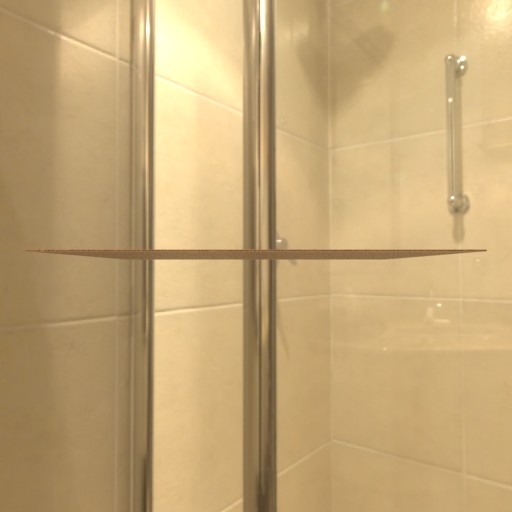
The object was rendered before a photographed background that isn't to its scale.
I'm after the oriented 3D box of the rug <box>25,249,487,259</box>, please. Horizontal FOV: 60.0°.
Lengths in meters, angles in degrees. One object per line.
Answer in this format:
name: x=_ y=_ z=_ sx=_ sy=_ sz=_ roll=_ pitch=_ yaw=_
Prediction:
rug: x=0.000 y=0.000 z=4.293 sx=3.205 sy=0.013 sz=2.448 roll=0 pitch=-2 yaw=0
